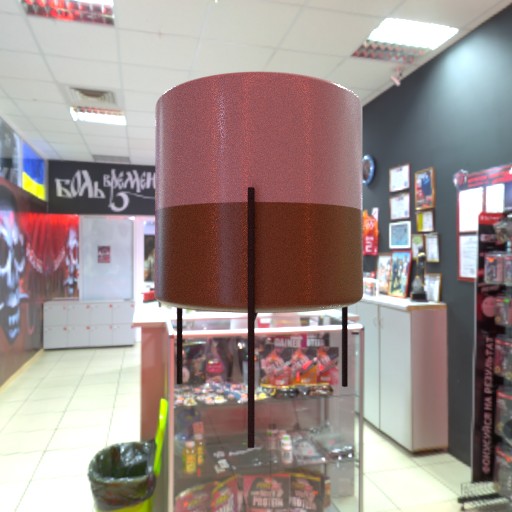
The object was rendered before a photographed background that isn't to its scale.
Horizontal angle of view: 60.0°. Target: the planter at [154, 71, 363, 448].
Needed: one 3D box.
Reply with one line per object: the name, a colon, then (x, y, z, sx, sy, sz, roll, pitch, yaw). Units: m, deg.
planter: (0.000, 0.000, 0.659, 0.310, 0.432, 0.310, 0, 0, 19)
